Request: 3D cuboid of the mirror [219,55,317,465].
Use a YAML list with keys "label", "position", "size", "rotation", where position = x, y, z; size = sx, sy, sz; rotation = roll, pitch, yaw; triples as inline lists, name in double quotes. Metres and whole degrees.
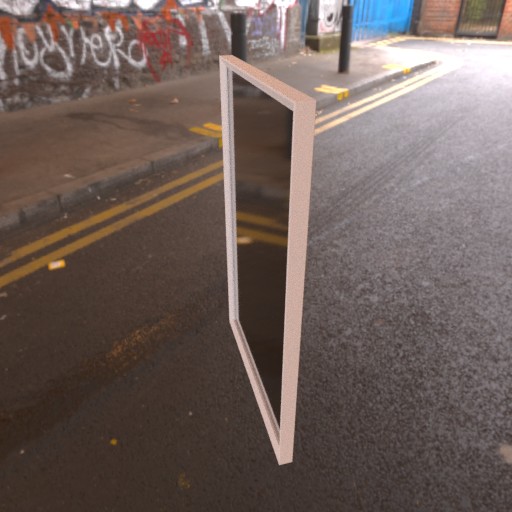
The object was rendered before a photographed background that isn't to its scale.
- label: "mirror"
  position: [0.000, 0.000, 1.180]
  size: [0.041, 0.915, 0.609]
  rotation: [-8, 32, -13]
